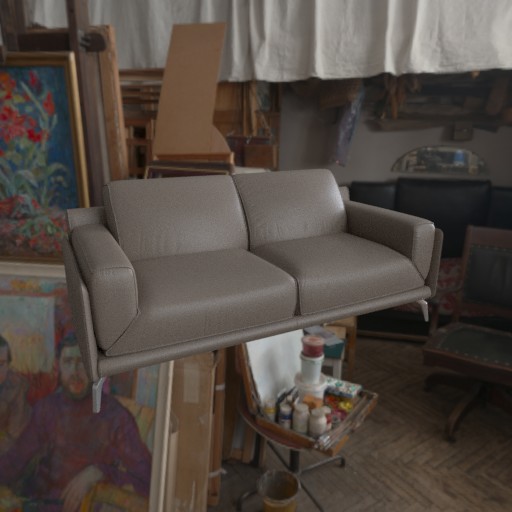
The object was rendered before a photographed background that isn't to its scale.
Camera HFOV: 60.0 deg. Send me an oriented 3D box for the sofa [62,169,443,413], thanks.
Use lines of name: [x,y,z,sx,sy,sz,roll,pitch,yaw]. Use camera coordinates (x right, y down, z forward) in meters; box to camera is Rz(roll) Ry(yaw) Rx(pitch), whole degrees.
sofa: [0.000,0.000,2.643,2.101,0.930,1.049,-9,19,-26]
